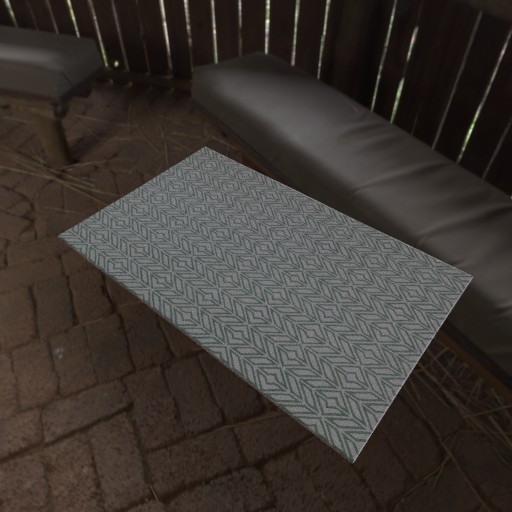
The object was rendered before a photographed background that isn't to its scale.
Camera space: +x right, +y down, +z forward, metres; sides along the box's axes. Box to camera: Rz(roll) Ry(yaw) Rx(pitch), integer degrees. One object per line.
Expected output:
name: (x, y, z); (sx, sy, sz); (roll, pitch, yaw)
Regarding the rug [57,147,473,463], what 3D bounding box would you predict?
rug: (0.000, 0.000, 3.034); (2.435, 0.011, 1.517); (31, 53, 26)
